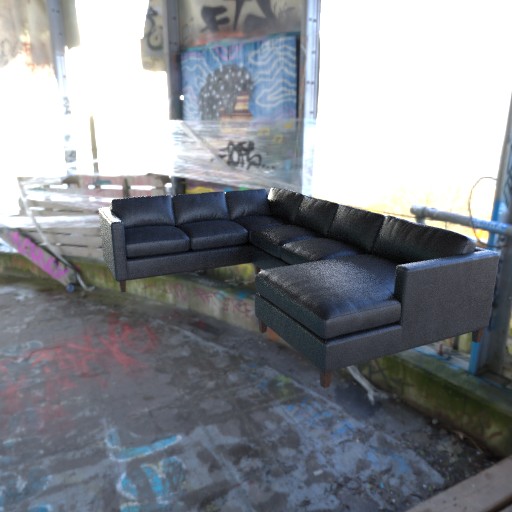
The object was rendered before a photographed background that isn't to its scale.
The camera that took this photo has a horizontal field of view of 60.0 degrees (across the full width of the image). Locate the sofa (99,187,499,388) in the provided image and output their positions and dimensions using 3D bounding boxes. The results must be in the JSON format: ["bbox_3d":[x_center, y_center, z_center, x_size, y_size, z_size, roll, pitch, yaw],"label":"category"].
[{"bbox_3d":[0.000,0.000,4.303,2.452,0.891,3.324,-8,18,-25],"label":"sofa"}]
